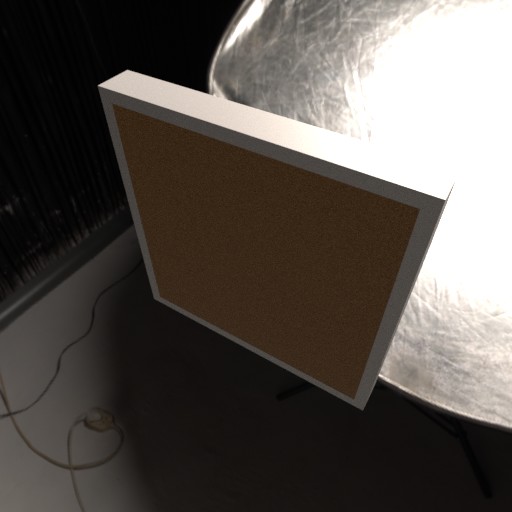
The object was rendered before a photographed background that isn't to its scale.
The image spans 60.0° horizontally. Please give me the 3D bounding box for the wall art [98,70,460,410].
[{"bbox_3d":[0.000,0.000,0.456,0.305,0.302,0.038,24,51,21],"label":"wall art"}]
